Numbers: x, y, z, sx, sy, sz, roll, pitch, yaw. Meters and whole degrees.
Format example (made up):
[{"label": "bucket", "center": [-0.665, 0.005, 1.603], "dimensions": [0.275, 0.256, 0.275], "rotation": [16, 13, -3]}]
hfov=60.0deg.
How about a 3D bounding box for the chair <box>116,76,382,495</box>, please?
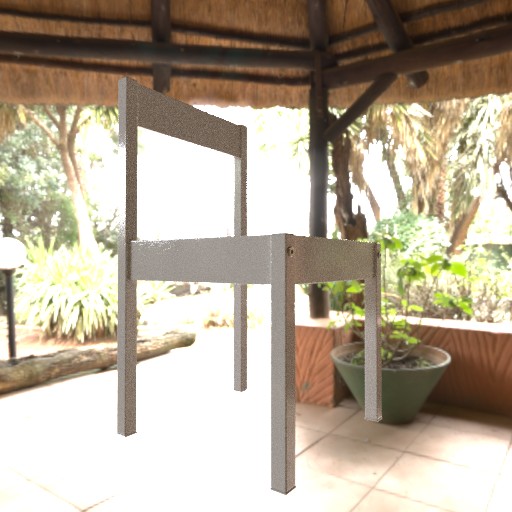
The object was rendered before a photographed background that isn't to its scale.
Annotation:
[{"label": "chair", "center": [0.000, 0.000, 0.663], "dimensions": [0.285, 0.505, 0.285], "rotation": [-1, -1, 36]}]
